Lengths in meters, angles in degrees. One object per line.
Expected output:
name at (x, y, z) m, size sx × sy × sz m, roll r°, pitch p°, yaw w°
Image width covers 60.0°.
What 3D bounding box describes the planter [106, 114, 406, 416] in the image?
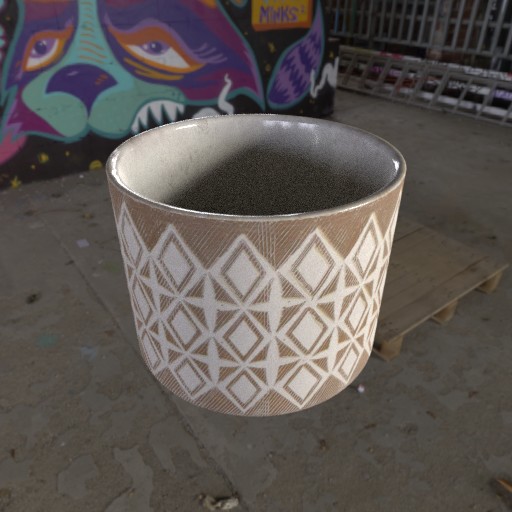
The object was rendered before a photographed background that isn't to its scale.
planter at (0.000, 0.000, 0.339) m, size 0.193 × 0.165 × 0.193 m, roll 0°, pitch 32°, yaw 0°
